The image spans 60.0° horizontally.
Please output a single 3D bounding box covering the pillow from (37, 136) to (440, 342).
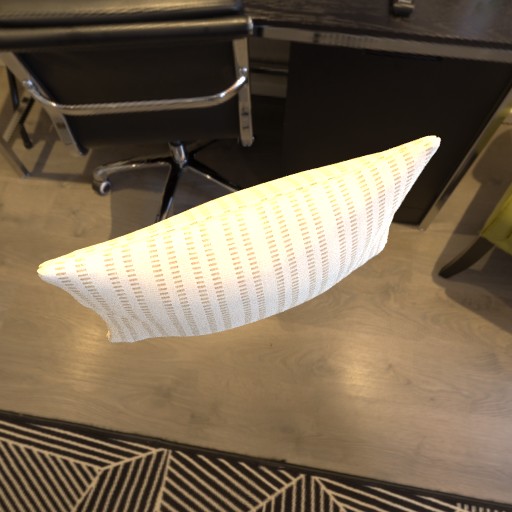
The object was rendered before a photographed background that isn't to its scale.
[{"bbox_3d":[0.000,0.000,0.799,0.640,0.353,0.210,-19,65,-9],"label":"pillow"}]
